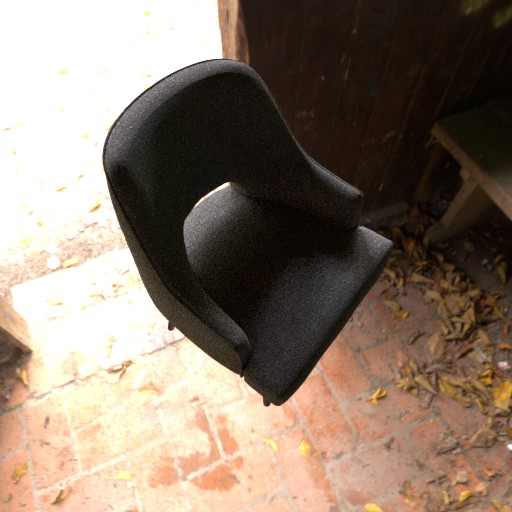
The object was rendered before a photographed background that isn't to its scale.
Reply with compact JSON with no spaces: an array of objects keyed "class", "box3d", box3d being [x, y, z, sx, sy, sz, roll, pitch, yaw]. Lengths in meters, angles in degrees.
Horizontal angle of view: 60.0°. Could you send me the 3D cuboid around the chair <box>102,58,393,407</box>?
[{"class":"chair","box3d":[0.000,0.000,1.285,0.629,0.875,0.608,33,64,19]}]
